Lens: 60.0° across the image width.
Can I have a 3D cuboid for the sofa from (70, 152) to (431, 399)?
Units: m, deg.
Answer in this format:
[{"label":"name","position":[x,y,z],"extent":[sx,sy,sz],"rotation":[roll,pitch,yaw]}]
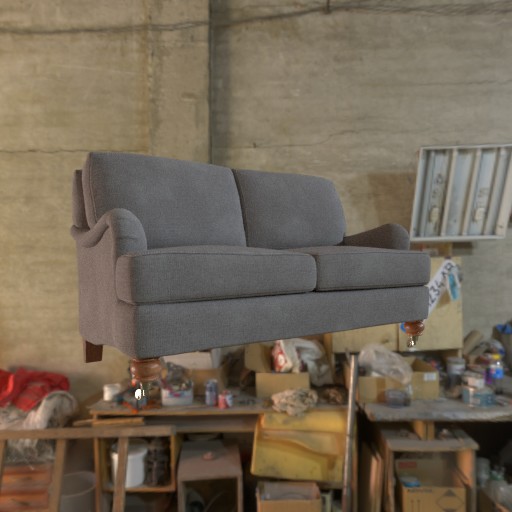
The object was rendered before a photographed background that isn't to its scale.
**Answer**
[{"label":"sofa","position":[0.000,0.000,2.524],"extent":[1.853,1.101,1.084],"rotation":[0,1,-34]}]
